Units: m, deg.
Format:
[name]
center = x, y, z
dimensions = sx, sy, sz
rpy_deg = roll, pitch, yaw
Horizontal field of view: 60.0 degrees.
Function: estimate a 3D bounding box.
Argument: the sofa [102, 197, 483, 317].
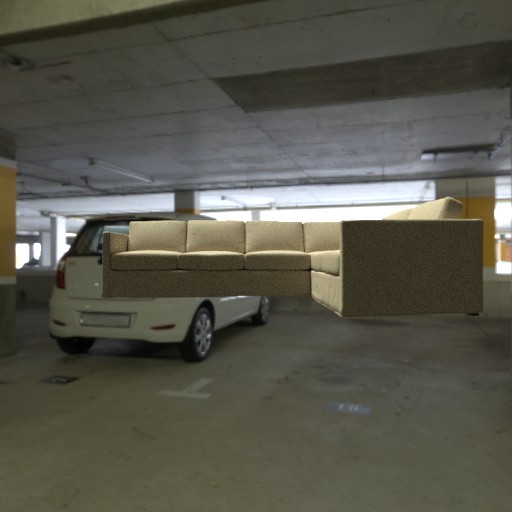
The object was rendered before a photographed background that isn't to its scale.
[sofa]
center = 0.000, 0.000, 4.294
dimensions = 3.182, 0.871, 2.432
rpy_deg = 0, 0, -1
